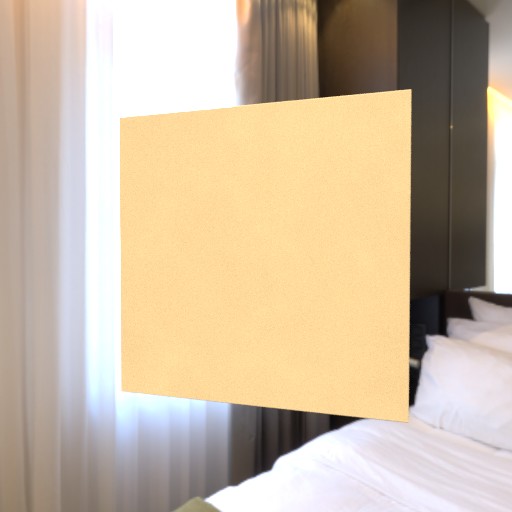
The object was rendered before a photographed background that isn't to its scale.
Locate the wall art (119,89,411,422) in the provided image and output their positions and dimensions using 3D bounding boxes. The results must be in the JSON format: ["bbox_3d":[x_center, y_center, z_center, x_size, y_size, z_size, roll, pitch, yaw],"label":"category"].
[{"bbox_3d":[0.000,0.000,0.467,0.305,0.305,0.038,0,1,17],"label":"wall art"}]
